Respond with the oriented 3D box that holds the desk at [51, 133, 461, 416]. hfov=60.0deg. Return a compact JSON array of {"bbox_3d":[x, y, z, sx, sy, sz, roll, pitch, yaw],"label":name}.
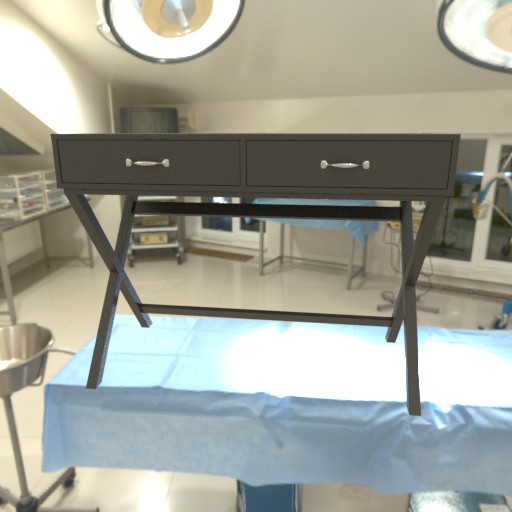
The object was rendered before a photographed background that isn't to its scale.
[{"bbox_3d":[0.000,0.000,1.466,1.057,0.780,0.525,2,16,8],"label":"desk"}]
